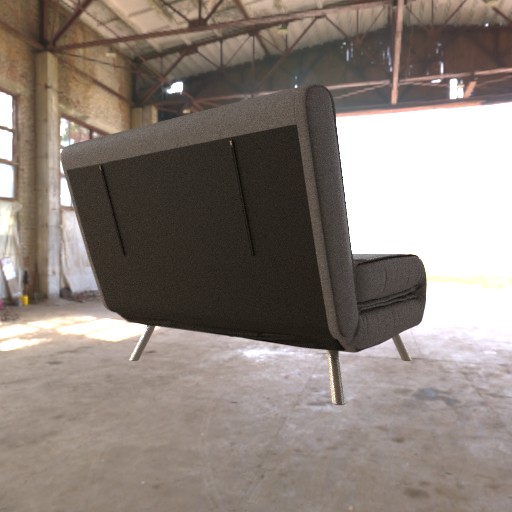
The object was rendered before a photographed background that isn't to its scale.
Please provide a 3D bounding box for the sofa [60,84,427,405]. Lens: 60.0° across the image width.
[{"bbox_3d":[0.000,0.000,1.677,1.020,0.825,1.000,0,0,35],"label":"sofa"}]
